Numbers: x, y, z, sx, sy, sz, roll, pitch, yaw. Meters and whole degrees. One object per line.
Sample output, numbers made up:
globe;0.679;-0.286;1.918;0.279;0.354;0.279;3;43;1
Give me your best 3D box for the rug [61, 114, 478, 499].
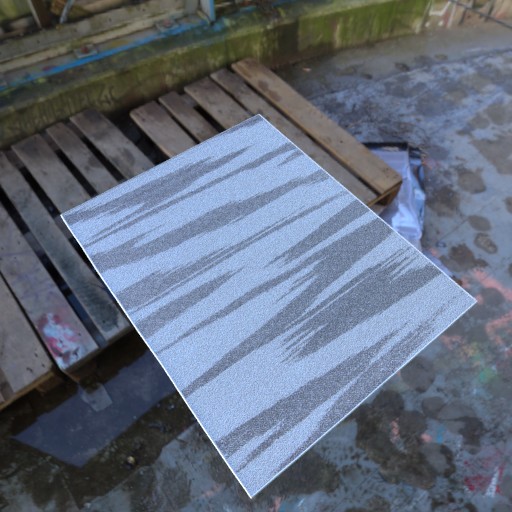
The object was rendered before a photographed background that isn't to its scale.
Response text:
rug;0.000;0.000;3.887;2.353;0.014;2.945;-33;63;-19
